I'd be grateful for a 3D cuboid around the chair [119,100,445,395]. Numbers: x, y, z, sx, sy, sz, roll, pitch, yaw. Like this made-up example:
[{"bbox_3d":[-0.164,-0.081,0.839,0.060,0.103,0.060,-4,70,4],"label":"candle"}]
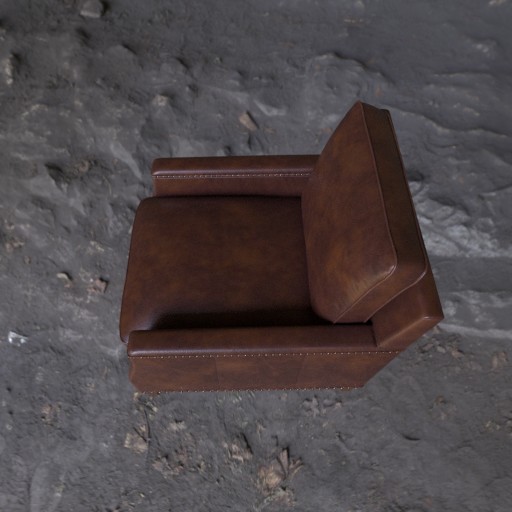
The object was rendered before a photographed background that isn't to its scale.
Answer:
[{"bbox_3d":[0.000,0.000,1.701,1.014,0.929,0.853,-1,58,-1],"label":"chair"}]
